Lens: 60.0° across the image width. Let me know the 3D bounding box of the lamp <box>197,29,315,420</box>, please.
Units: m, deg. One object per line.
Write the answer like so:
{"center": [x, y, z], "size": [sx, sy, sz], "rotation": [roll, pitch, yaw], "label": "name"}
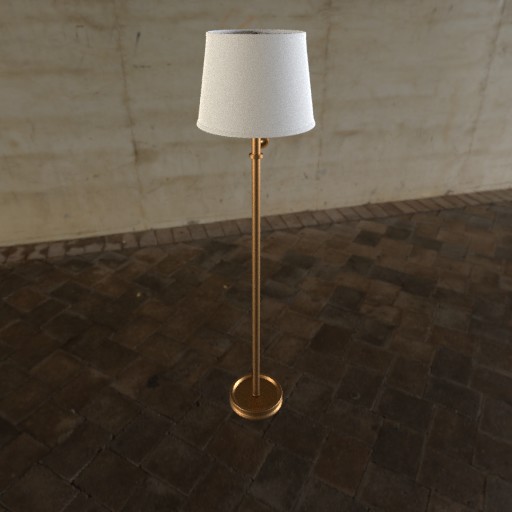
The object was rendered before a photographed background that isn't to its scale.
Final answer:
{"center": [0.000, 0.000, 0.786], "size": [0.178, 0.710, 0.178], "rotation": [0, 29, 0], "label": "lamp"}
